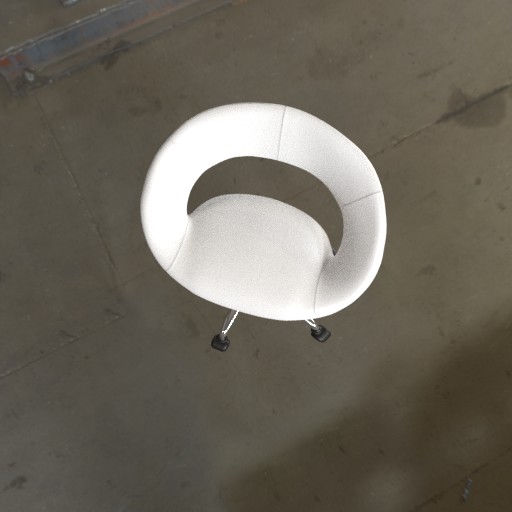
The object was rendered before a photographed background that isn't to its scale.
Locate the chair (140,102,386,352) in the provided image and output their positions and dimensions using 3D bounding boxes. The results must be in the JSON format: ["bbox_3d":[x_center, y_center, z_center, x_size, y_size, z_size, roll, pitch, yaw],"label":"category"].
[{"bbox_3d":[0.000,0.000,1.242,0.612,0.791,0.538,16,76,4],"label":"chair"}]
